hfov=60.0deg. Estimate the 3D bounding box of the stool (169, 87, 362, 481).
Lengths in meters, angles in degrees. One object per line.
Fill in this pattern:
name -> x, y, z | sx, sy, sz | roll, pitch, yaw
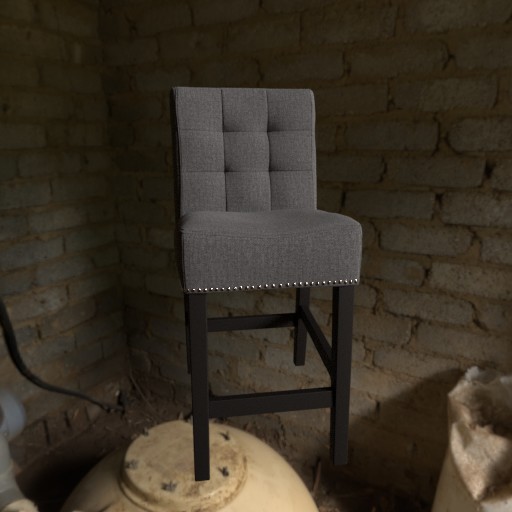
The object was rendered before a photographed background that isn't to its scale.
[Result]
stool -> 0.000, 0.000, 1.175 | 0.427, 0.885, 0.571 | -2, 15, -8
